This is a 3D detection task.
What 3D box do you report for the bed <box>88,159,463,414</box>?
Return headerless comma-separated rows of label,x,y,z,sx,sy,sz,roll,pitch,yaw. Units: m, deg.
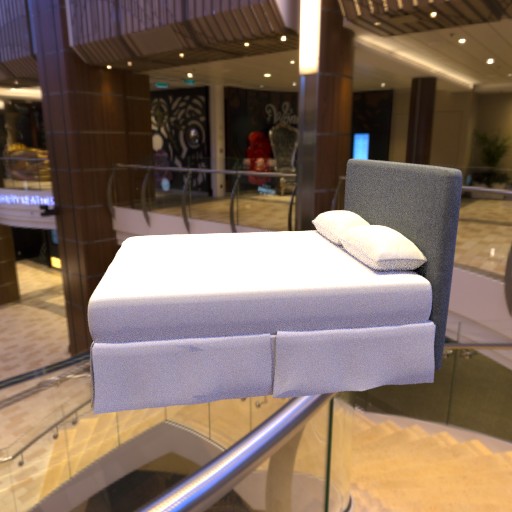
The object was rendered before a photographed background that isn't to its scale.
bed,0.000,0.000,3.229,2.142,1.330,1.723,-2,15,-8
